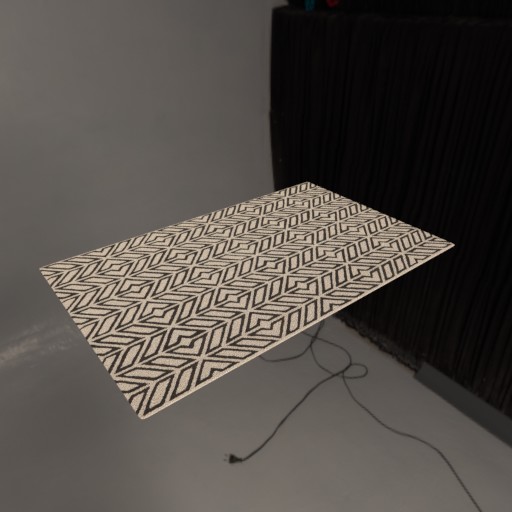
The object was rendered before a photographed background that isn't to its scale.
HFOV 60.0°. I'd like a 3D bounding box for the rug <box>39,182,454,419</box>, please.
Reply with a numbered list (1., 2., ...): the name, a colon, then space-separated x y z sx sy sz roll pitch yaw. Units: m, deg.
1. rug: 0.000 0.000 3.045 2.438 0.008 1.523 -22 38 -32
